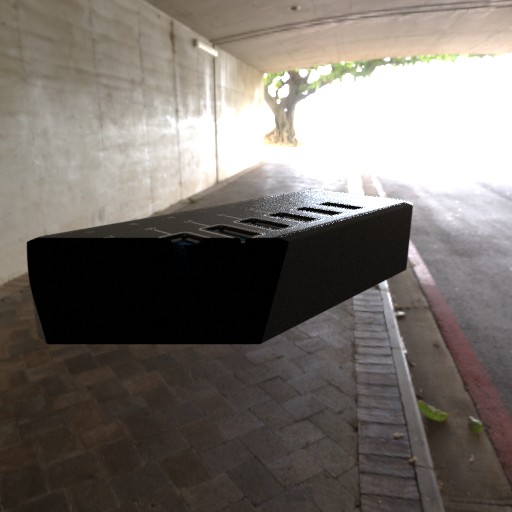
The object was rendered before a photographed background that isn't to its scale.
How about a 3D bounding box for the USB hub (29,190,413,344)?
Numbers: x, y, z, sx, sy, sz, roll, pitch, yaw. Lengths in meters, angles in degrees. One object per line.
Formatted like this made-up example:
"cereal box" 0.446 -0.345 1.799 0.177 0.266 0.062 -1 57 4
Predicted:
"USB hub" 0.000 0.000 0.126 0.044 0.023 0.110 15 22 41
